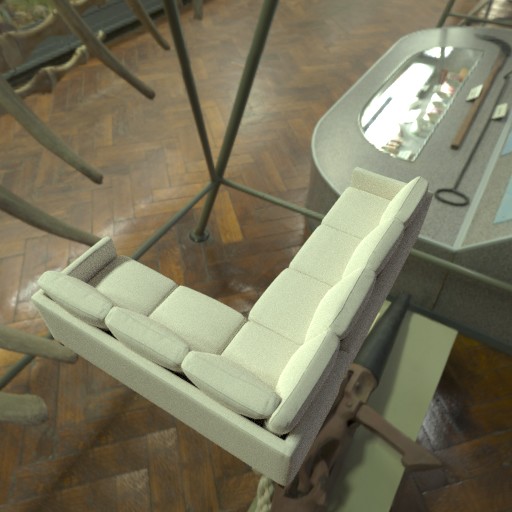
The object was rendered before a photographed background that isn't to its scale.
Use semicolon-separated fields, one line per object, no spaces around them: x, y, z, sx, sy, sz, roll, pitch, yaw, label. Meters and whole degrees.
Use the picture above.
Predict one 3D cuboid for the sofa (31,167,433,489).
0.000;0.000;4.461;2.593;0.947;3.302;24;51;21;sofa
